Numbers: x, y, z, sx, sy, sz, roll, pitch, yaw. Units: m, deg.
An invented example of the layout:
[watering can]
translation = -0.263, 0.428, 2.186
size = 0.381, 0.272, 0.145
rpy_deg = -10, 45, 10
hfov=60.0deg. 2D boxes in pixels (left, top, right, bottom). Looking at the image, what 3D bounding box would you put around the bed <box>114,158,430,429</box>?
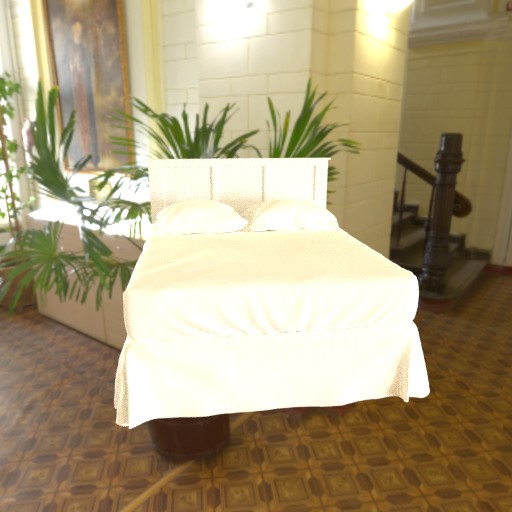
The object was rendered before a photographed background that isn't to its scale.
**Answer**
[bed]
translation = 0.000, 0.000, 3.194
size = 1.876, 1.269, 2.047
rpy_deg = -2, 16, -8
